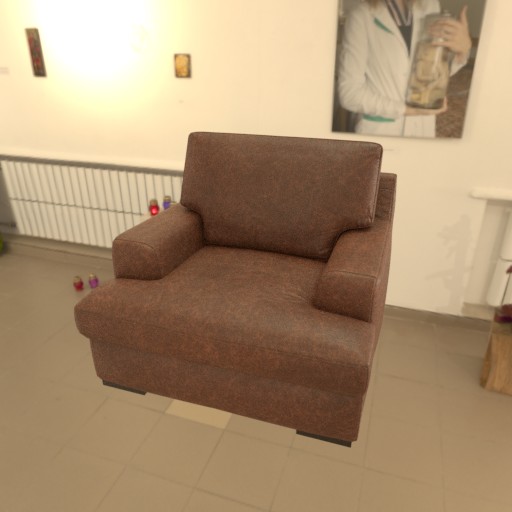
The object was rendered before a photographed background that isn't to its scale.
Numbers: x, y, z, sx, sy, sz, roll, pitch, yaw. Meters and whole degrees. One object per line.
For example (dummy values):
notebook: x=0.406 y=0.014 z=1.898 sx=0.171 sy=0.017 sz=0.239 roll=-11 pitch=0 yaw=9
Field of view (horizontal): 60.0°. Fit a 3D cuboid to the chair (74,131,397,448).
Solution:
chair: x=0.000 y=0.000 z=2.003 sx=1.168 sy=0.939 sz=1.143 roll=8 pitch=27 yaw=16
